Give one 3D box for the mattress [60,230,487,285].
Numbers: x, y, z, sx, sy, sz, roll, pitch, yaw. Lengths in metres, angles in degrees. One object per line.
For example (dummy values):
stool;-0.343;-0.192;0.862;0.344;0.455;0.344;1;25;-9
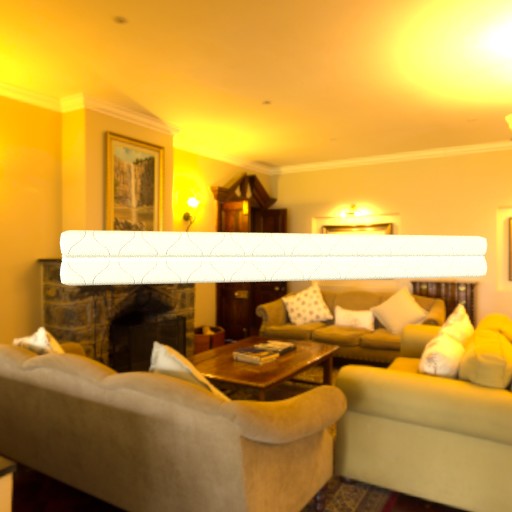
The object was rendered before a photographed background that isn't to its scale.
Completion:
mattress;0.000;0.000;2.510;1.900;0.200;1.400;0;0;-18
